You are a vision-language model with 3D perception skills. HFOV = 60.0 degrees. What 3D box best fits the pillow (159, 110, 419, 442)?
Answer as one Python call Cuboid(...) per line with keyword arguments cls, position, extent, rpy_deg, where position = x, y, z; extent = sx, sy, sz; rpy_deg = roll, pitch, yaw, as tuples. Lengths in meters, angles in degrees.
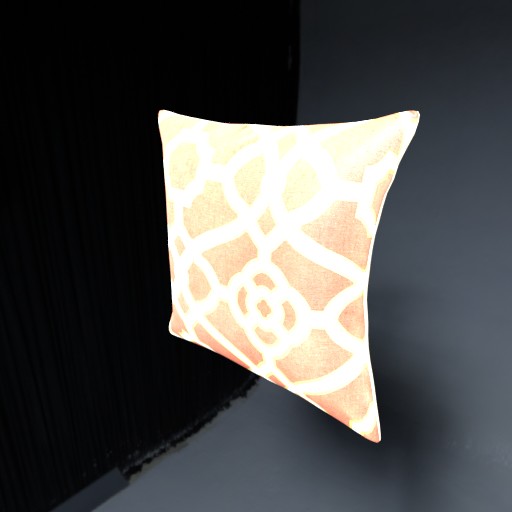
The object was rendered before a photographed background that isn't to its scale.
Cuboid(cls="pillow", position=(0.000, 0.000, 0.813), extent=(0.552, 0.508, 0.166), rpy_deg=(16, 25, 40))
